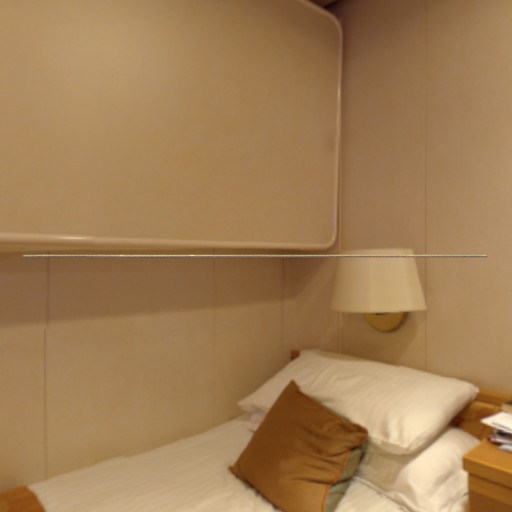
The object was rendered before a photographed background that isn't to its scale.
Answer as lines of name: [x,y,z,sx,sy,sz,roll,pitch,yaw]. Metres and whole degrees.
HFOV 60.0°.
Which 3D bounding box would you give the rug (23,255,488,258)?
rug: [0.000,0.000,3.895,2.895,0.018,2.288,0,0,1]
